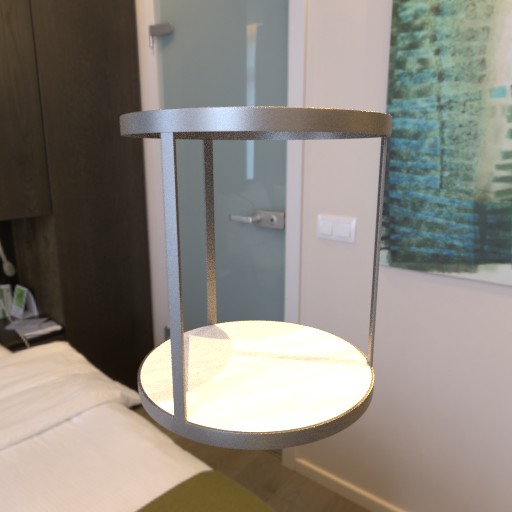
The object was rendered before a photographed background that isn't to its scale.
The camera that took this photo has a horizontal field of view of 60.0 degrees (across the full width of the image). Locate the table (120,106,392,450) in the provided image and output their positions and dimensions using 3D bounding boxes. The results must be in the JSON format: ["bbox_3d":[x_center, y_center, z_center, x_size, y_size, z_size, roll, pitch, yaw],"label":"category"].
[{"bbox_3d":[0.000,0.000,0.810,0.445,0.479,0.445,0,13,0],"label":"table"}]
